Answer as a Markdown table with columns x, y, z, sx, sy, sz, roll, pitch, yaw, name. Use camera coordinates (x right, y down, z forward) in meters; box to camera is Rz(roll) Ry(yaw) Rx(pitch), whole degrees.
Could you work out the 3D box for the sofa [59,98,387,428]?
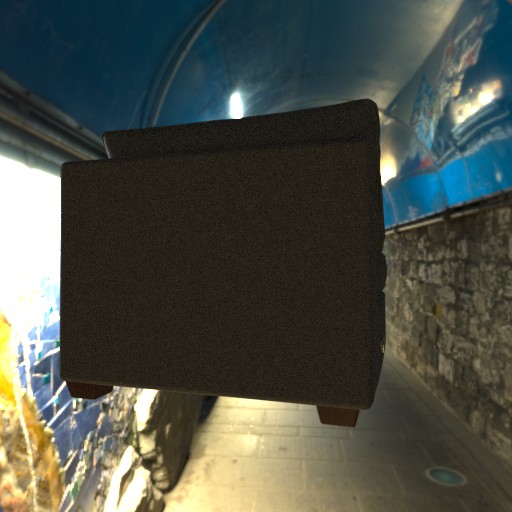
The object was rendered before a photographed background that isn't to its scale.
| x | y | z | sx | sy | sz | roll | pitch | yaw | name |
| --- | --- | --- | --- | --- | --- | --- | --- | --- | --- |
| 0.000 | 0.000 | 1.913 | 1.084 | 1.002 | 1.146 | 0 | -1 | 18 | sofa |
